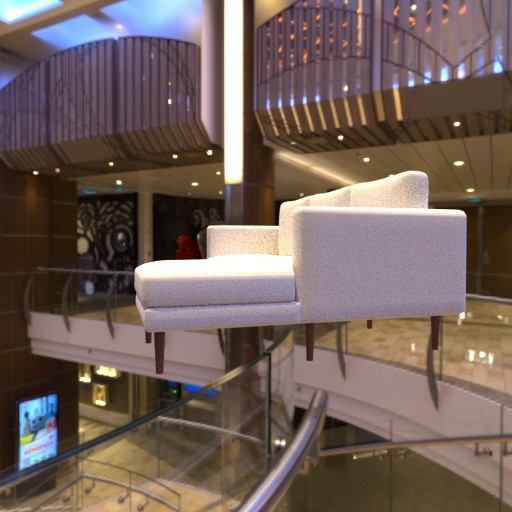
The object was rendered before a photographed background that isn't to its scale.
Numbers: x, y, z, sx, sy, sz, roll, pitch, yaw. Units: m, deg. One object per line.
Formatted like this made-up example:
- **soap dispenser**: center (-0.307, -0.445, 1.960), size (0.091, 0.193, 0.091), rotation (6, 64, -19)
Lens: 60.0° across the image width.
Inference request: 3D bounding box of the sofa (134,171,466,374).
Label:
- **sofa**: center (0.000, 0.000, 2.917), size (1.580, 0.899, 2.029), rotation (0, 1, -18)
